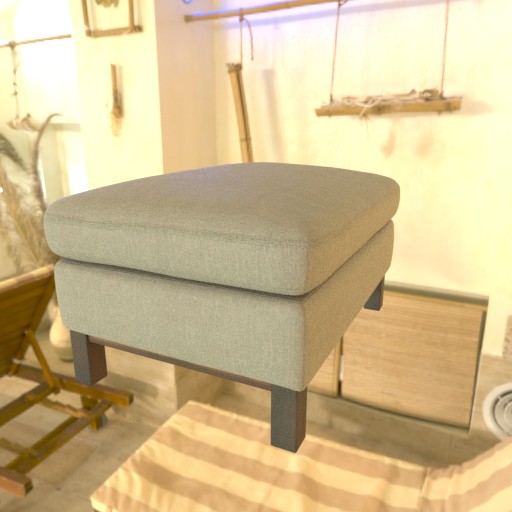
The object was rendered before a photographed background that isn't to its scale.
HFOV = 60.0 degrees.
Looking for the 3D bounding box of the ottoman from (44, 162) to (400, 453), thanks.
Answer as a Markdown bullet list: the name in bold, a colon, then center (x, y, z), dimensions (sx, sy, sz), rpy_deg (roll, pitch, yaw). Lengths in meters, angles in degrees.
- **ottoman**: center (0.000, 0.000, 1.011), dimensions (0.528, 0.404, 0.735), rpy_deg (8, 17, 25)
